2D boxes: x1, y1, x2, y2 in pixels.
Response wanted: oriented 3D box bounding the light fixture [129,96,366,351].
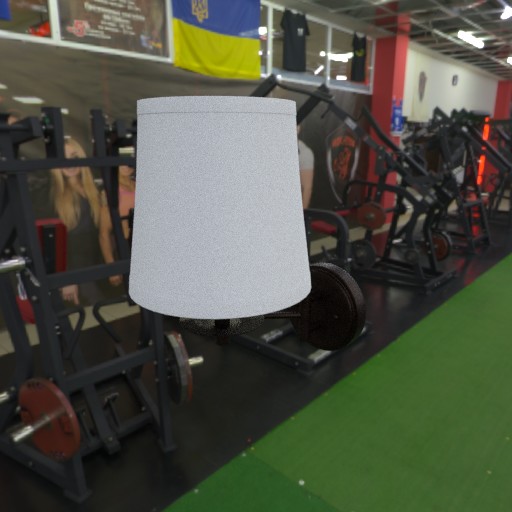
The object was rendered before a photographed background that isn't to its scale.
[{"bbox_3d":[0.000,0.000,0.266,0.100,0.172,0.157,14,21,42],"label":"light fixture"}]
